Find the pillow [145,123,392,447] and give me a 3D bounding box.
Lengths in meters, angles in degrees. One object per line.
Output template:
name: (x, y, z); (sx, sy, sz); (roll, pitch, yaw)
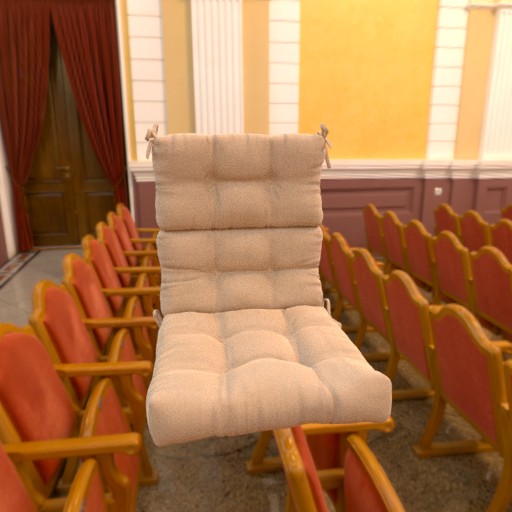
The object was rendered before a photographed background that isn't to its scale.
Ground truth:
pillow: (0.000, 0.000, 1.034); (0.519, 0.605, 0.571); (-2, 16, -8)
